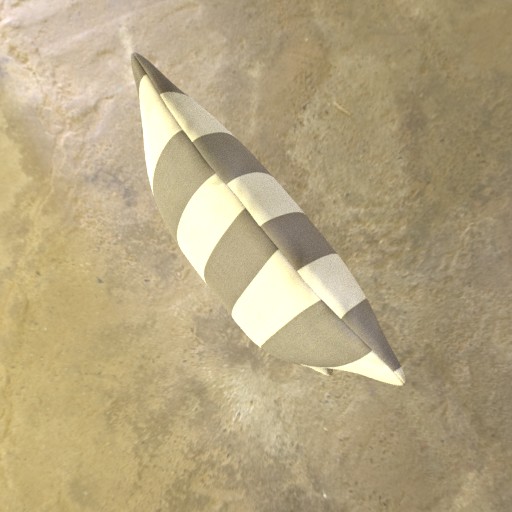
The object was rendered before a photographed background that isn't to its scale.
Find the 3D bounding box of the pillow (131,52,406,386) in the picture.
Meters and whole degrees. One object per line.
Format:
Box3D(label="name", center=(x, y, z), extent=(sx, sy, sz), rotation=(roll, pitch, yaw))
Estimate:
Box3D(label="pillow", center=(0.000, 0.000, 0.763), extent=(0.192, 0.507, 0.522), rotation=(-37, 79, -8))
